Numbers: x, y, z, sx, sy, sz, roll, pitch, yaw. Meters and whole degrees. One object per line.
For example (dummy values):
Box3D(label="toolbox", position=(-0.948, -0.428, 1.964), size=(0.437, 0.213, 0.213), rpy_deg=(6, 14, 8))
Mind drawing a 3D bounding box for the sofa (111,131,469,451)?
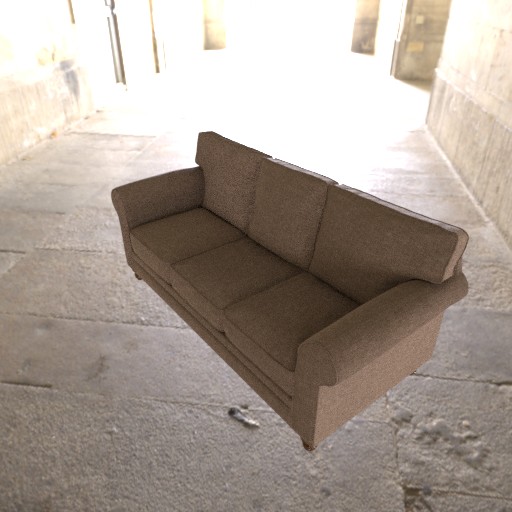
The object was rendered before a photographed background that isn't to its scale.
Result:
Box3D(label="sofa", position=(0.000, 0.000, 2.585), size=(0.916, 0.961, 2.084), rpy_deg=(-22, 37, -32))
